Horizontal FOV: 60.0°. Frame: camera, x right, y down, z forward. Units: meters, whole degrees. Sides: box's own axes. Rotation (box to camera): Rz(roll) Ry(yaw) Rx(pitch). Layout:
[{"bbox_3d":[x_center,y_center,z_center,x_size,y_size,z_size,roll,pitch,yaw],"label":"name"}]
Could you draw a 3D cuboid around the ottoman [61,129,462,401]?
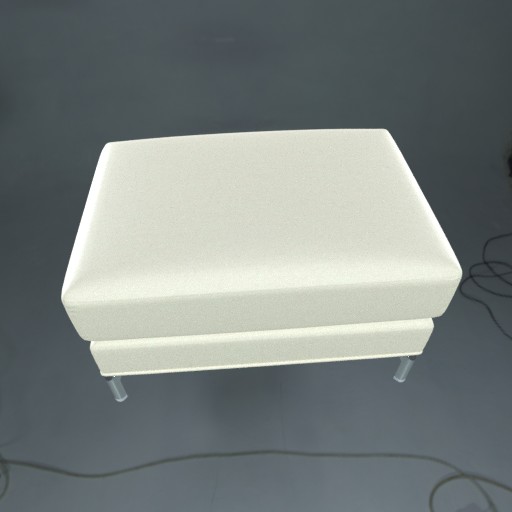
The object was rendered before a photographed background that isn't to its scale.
[{"bbox_3d":[0.000,0.000,1.226,0.835,0.497,0.581,-3,47,-3],"label":"ottoman"}]
